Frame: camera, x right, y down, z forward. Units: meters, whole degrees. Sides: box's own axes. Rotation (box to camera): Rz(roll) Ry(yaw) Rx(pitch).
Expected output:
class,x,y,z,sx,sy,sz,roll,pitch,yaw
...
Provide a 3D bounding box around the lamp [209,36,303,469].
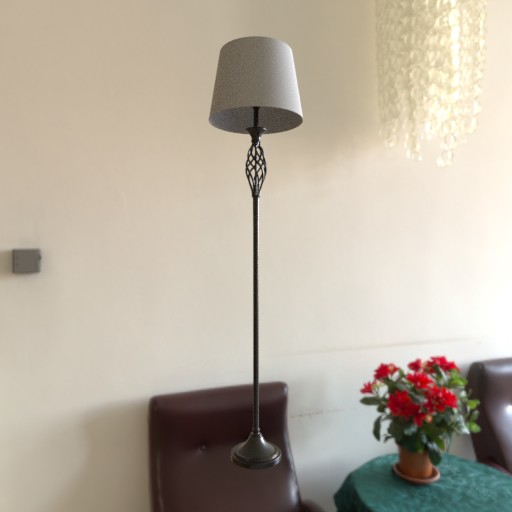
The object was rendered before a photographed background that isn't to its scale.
class,x,y,z,sx,sy,sz,roll,pitch,yaw
lamp,0.000,0.000,1.783,0.379,1.623,0.379,0,0,0
